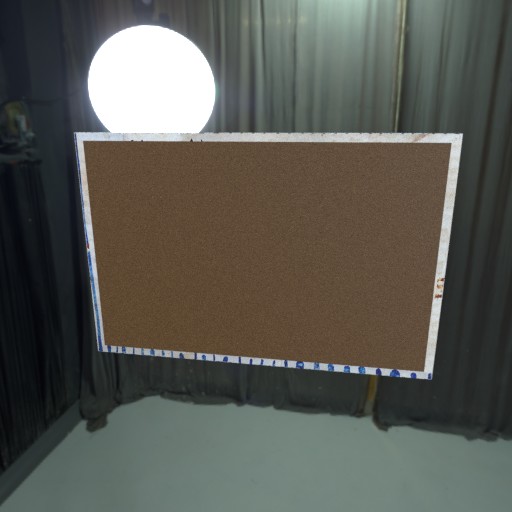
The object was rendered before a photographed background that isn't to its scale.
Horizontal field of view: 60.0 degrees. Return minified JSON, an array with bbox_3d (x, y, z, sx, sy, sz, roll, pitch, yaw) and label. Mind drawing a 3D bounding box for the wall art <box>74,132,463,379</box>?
[{"bbox_3d":[0.000,0.000,1.137,0.919,0.609,0.030,3,17,9],"label":"wall art"}]
